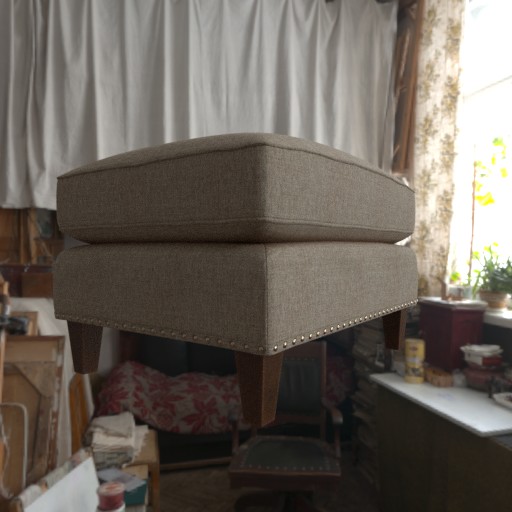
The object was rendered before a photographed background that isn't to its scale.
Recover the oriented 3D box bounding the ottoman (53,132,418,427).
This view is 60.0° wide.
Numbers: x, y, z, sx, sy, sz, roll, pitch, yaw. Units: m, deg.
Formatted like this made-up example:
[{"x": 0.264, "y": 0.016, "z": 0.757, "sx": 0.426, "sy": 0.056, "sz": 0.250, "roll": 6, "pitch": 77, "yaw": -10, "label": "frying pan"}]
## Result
[{"x": 0.000, "y": 0.000, "z": 1.100, "sx": 0.584, "sy": 0.513, "sz": 0.741, "roll": 1, "pitch": 1, "yaw": 36, "label": "ottoman"}]
